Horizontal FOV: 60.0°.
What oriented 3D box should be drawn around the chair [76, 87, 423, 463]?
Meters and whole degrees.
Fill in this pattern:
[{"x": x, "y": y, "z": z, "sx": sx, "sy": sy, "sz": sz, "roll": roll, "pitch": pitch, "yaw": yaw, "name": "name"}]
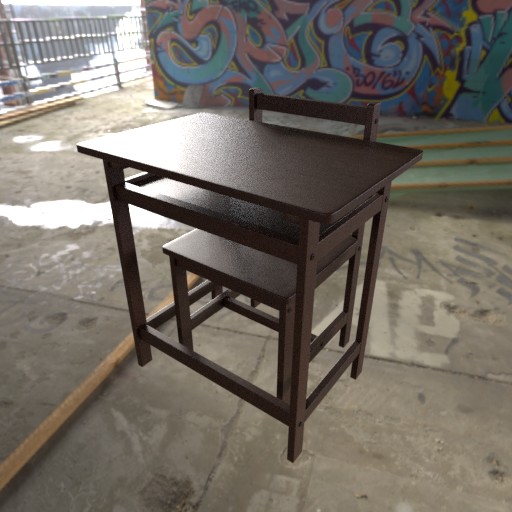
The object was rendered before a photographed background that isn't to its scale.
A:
[{"x": 0.000, "y": 0.000, "z": 1.055, "sx": 0.599, "sy": 0.673, "sz": 0.463, "roll": 20, "pitch": 35, "yaw": 31, "name": "chair"}]
